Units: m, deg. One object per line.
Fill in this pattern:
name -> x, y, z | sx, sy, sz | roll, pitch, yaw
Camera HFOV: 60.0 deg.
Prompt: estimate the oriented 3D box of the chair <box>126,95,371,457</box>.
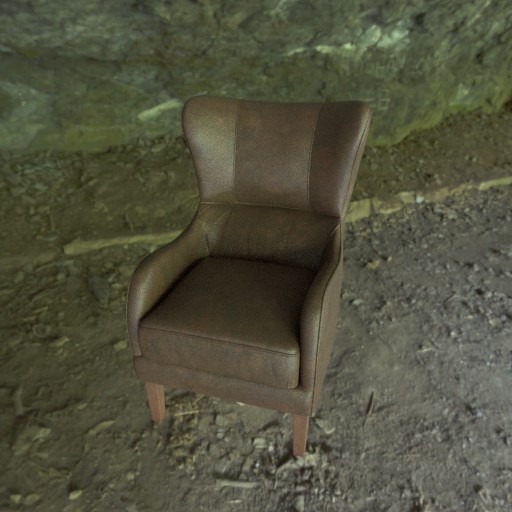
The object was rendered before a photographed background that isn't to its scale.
chair -> 0.000, 0.000, 1.630 | 0.692, 1.048, 0.914 | 7, 27, 15
